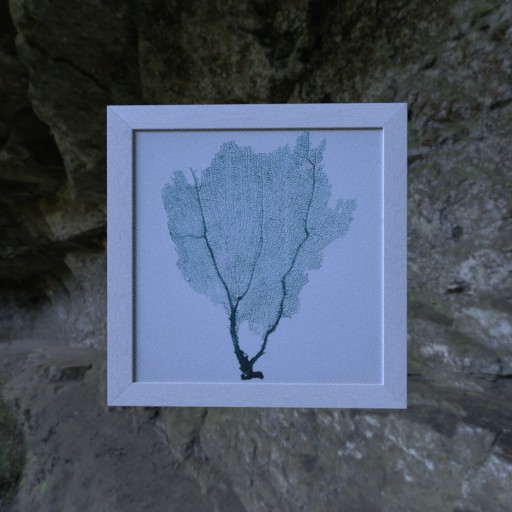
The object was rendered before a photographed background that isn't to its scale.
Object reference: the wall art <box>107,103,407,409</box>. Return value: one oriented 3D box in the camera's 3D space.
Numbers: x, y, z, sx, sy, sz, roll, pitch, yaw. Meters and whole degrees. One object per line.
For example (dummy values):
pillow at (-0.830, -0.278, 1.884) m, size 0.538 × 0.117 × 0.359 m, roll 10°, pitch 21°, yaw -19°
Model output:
wall art at (0.000, 0.000, 0.852) m, size 0.572 × 0.577 × 0.015 m, roll 0°, pitch 0°, yaw 2°
